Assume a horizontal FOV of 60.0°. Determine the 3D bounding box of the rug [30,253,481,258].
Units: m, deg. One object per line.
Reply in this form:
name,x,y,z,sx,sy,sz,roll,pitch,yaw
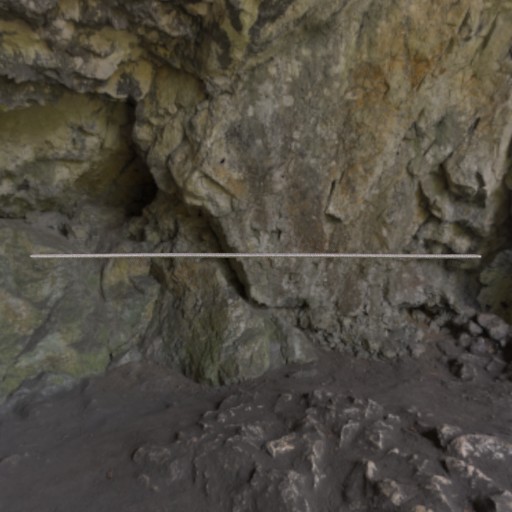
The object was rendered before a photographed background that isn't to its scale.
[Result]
rug,0.000,0.000,4.174,3.017,0.035,2.472,0,0,0
